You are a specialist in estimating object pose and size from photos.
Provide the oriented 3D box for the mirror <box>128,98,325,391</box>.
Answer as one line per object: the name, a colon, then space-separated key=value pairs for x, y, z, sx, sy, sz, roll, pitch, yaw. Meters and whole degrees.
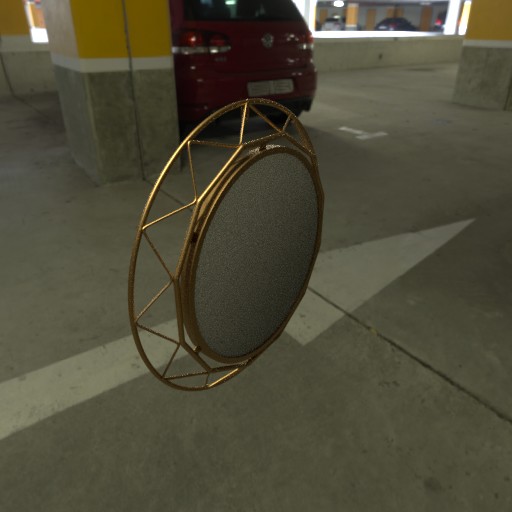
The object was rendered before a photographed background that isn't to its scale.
mirror: x=0.000 y=0.000 z=0.680 sx=0.043 sy=0.454 sz=0.454 roll=19 pitch=33 yaw=32
